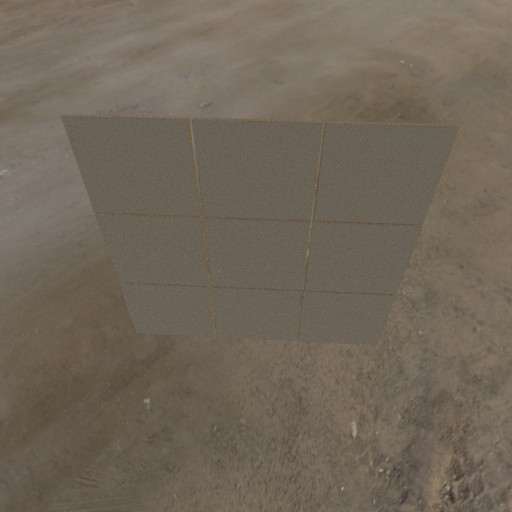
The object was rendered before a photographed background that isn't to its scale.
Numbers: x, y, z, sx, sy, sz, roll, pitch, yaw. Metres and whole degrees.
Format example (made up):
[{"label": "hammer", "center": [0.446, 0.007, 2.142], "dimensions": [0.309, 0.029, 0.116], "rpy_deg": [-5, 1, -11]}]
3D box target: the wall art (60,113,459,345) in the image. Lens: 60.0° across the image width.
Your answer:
[{"label": "wall art", "center": [0.000, 0.000, 1.355], "dimensions": [0.919, 0.917, 0.010], "rpy_deg": [2, 47, 2]}]
